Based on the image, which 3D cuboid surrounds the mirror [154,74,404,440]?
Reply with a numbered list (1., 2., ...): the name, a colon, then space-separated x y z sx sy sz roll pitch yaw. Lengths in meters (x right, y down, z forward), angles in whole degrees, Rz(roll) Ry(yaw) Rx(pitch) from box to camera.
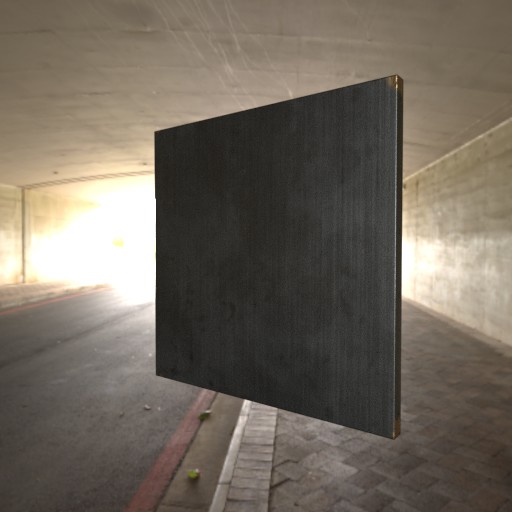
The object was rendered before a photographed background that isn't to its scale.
1. mirror: 0.000 0.000 0.584 0.382 0.381 0.020 1 2 37
